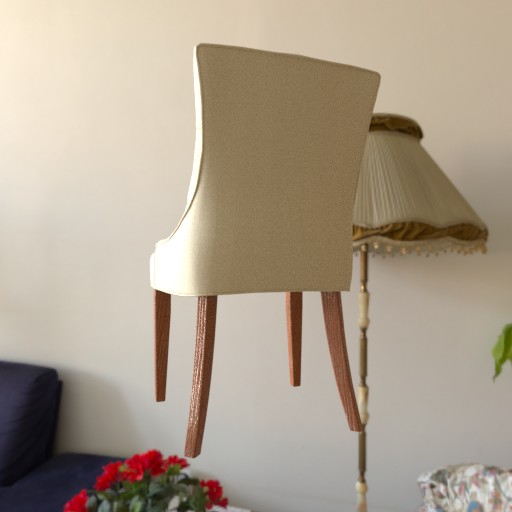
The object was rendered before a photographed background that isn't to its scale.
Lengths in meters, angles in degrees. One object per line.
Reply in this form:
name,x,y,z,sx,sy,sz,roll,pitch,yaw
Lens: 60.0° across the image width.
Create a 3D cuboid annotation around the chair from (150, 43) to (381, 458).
chair,0.000,0.000,1.197,0.509,0.874,0.565,0,0,-20
